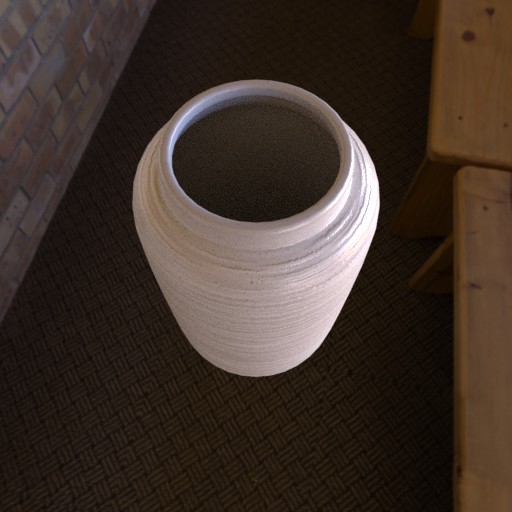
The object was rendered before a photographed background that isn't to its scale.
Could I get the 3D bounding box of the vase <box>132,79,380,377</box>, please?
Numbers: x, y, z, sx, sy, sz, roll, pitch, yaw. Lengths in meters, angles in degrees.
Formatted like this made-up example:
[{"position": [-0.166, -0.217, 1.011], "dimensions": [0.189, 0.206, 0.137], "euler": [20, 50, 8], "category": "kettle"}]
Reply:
[{"position": [0.000, 0.000, 0.459], "dimensions": [0.202, 0.335, 0.202], "euler": [0, 63, 0], "category": "vase"}]
